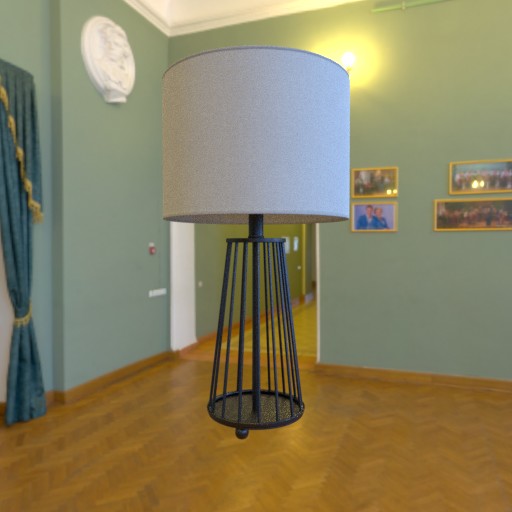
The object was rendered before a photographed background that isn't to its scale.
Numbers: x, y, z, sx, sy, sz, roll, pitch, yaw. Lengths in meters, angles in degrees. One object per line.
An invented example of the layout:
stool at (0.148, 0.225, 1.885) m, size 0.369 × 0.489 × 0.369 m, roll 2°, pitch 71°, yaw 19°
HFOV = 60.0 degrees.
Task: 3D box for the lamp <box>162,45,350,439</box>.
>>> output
lamp at (0.000, 0.000, 0.782) m, size 0.322 × 0.593 × 0.322 m, roll 0°, pitch 1°, yaw 19°
